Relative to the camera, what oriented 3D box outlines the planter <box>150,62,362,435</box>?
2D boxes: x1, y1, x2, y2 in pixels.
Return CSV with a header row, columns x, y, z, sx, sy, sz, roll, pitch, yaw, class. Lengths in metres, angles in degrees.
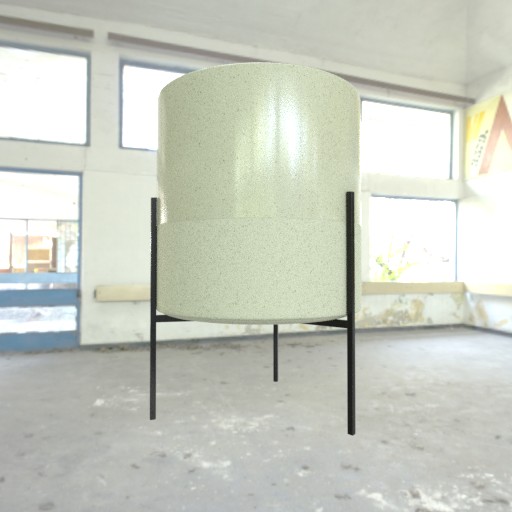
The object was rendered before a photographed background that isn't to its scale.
x,y,z,sx,sy,sz,roll,pitch,yaw,class
0.000,0.000,0.696,0.323,0.475,0.314,0,-1,-18,planter
